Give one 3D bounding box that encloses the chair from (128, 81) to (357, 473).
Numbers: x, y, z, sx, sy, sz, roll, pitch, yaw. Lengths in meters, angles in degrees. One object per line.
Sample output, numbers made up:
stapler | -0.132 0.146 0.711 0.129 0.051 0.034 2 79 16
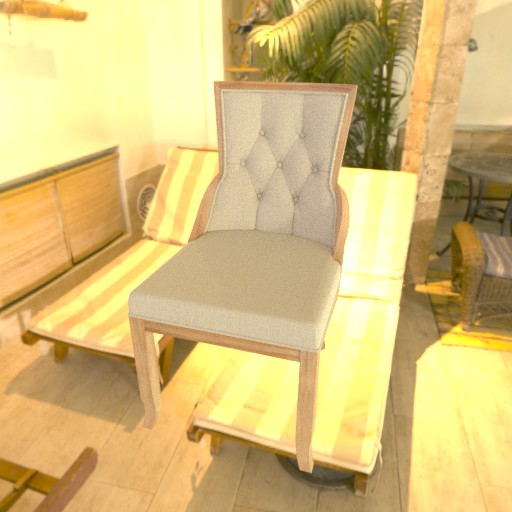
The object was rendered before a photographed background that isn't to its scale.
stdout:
chair | 0.000 0.000 1.349 0.524 0.947 0.641 8 27 16
